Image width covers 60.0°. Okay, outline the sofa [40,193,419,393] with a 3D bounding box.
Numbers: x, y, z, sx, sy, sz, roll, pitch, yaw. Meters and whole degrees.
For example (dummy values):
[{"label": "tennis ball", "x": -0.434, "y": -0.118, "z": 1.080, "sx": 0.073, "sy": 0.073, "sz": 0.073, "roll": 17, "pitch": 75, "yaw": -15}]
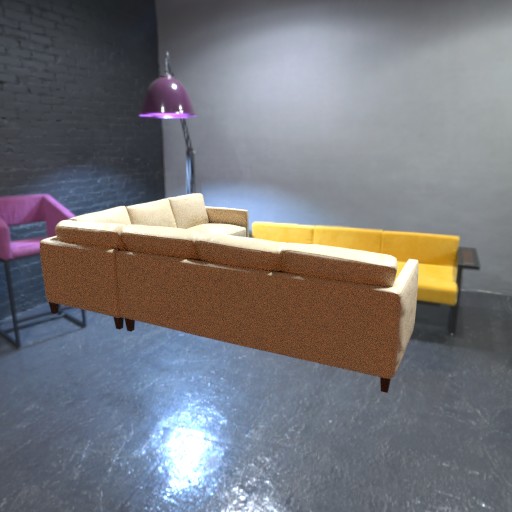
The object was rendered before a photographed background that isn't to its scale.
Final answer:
[{"label": "sofa", "x": 0.000, "y": 0.000, "z": 4.591, "sx": 3.302, "sy": 0.947, "sz": 2.593, "roll": 7, "pitch": 16, "yaw": 25}]
